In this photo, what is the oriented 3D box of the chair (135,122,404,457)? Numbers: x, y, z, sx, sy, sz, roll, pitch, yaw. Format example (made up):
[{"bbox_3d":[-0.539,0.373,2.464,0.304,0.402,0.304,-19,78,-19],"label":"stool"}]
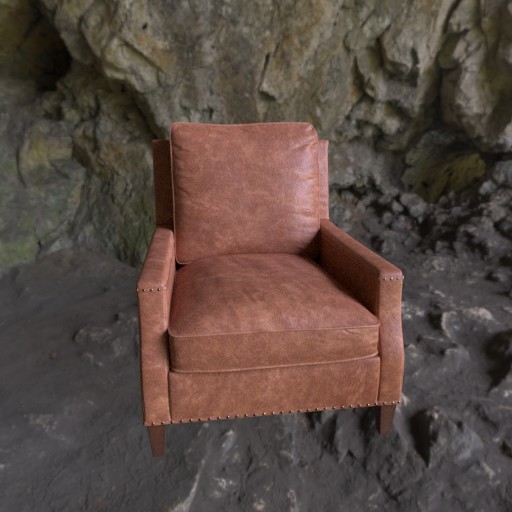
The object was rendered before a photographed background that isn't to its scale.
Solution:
[{"bbox_3d":[0.000,0.000,1.783,0.854,1.054,1.035,-2,15,-8],"label":"chair"}]
